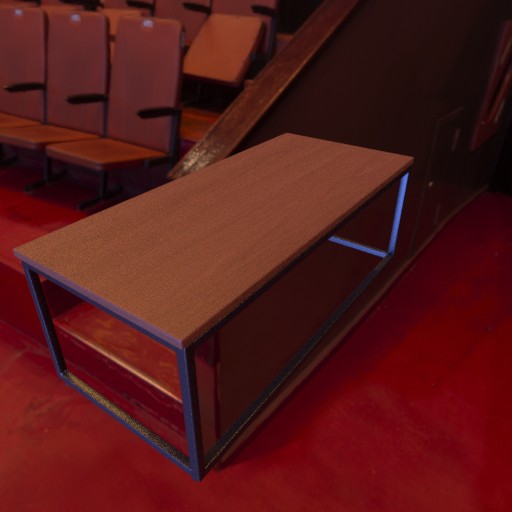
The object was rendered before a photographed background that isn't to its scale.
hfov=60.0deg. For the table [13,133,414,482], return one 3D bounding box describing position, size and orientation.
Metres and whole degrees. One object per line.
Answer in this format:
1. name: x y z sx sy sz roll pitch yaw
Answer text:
1. table: 0.000 0.000 1.312 0.500 0.400 1.100 20 37 30
